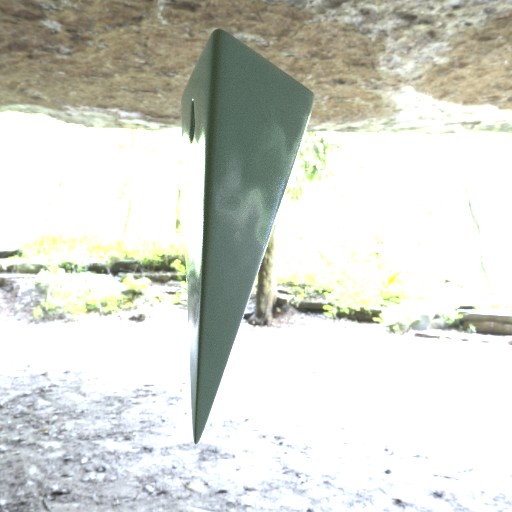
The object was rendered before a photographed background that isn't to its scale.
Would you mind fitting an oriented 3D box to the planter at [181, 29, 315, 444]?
[{"bbox_3d":[0.000,0.000,0.220,0.064,0.178,0.080,0,0,-19],"label":"planter"}]
